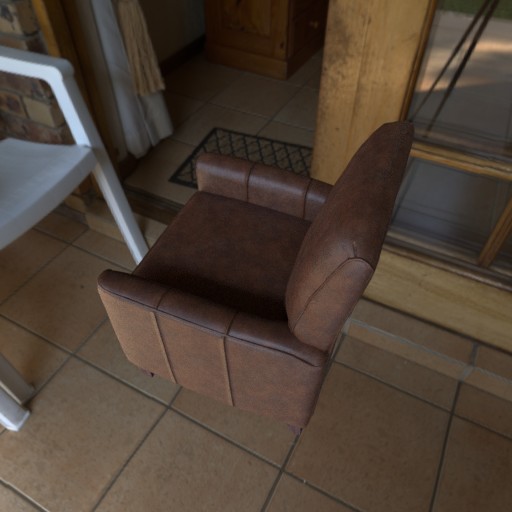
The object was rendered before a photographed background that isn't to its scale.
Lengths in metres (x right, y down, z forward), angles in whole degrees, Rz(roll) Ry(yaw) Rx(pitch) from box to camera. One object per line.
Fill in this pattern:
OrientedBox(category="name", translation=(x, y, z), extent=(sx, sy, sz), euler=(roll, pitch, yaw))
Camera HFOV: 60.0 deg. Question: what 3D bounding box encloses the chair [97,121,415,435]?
OrientedBox(category="chair", translation=(0.000, 0.000, 1.640), extent=(0.850, 1.010, 0.839), euler=(16, 49, 15))
